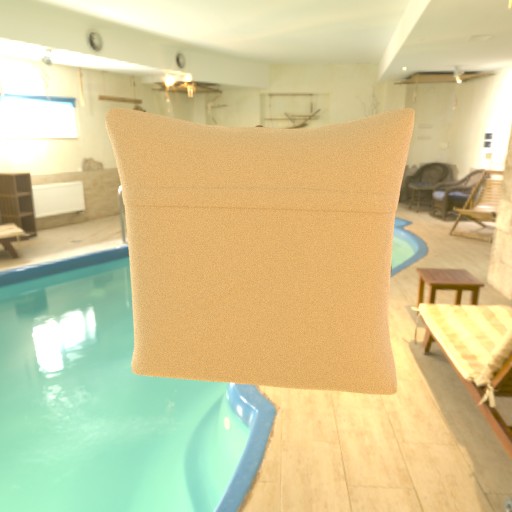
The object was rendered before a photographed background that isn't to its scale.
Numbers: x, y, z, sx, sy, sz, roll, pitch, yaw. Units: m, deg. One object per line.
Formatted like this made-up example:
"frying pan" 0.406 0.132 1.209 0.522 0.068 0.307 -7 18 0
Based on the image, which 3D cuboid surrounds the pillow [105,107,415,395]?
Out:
"pillow" 0.000 0.000 0.732 0.484 0.470 0.192 2 15 9
